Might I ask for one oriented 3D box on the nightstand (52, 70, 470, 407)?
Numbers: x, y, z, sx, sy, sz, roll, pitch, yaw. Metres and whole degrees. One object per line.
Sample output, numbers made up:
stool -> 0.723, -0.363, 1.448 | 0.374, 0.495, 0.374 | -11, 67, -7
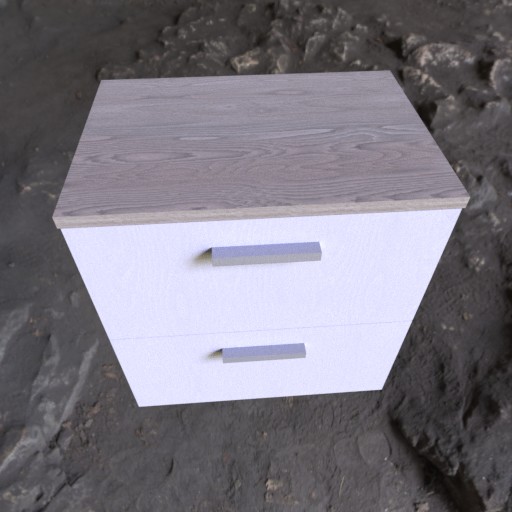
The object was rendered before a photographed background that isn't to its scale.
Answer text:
nightstand -> 0.000, 0.000, 0.734 | 0.442, 0.461, 0.325 | -3, 47, -3
